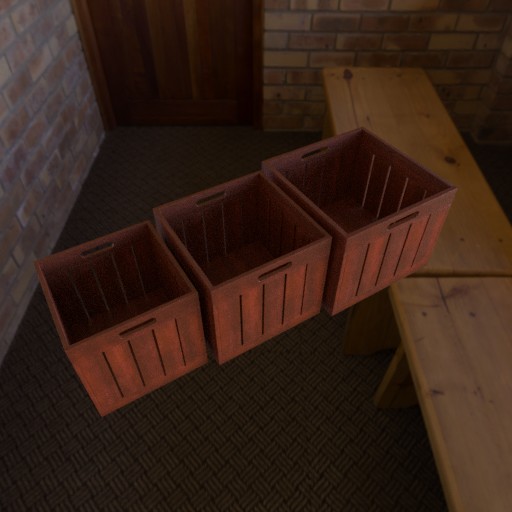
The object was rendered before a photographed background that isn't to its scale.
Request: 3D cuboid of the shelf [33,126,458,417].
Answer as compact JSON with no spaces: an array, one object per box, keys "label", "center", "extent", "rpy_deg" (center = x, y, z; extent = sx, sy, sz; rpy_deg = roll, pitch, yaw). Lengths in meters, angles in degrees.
[{"label":"shelf","center":[0.000,0.000,1.255],"extent":[1.064,0.311,0.393],"rpy_deg":[-24,50,-22]}]
